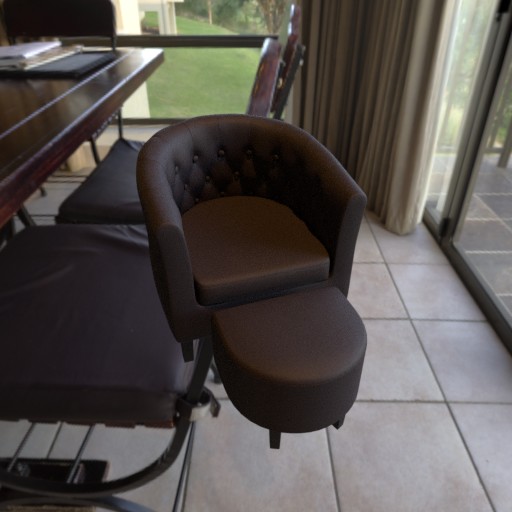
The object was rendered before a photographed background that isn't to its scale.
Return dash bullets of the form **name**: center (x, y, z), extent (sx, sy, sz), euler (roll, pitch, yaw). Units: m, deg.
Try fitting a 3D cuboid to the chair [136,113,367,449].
- **chair**: center (0.000, 0.000, 1.659), extent (0.763, 0.760, 1.191), euler (-11, 35, -15)
